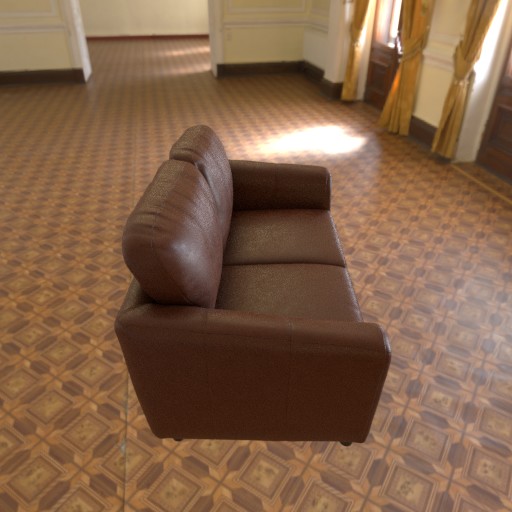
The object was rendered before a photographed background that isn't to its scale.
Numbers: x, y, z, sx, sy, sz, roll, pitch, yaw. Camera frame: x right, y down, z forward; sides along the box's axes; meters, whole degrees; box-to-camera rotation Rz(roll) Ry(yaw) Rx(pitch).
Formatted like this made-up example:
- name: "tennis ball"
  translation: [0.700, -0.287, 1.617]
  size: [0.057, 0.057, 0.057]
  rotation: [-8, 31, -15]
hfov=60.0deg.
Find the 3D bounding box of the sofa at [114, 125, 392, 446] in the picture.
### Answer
- name: "sofa"
  translation: [0.000, 0.000, 1.897]
  size: [0.805, 0.906, 1.406]
  rotation: [0, 32, 0]
